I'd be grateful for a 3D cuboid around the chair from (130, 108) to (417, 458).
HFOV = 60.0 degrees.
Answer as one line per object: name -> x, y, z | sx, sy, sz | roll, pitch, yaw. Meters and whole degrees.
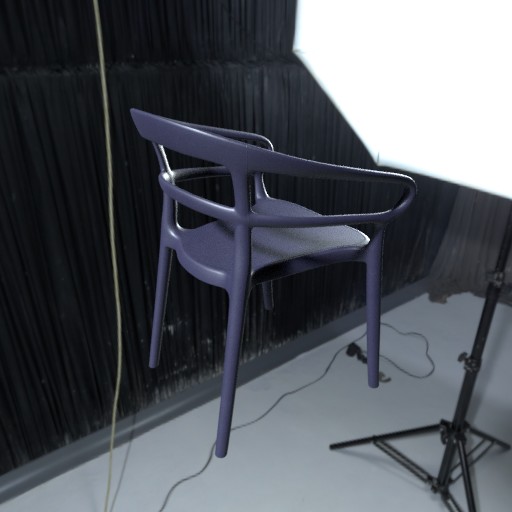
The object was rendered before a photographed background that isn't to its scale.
chair -> 0.000, 0.000, 1.151 | 0.527, 0.761, 0.559 | -17, 31, -31
